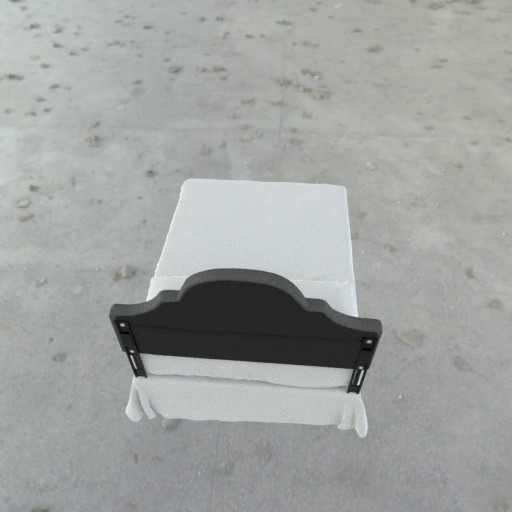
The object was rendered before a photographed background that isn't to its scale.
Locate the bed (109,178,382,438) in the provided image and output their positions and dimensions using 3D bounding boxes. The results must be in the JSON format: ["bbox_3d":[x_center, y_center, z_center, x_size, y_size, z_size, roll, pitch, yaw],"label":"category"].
[{"bbox_3d":[0.000,0.000,3.515,1.780,1.634,2.222,3,45,3],"label":"bed"}]
